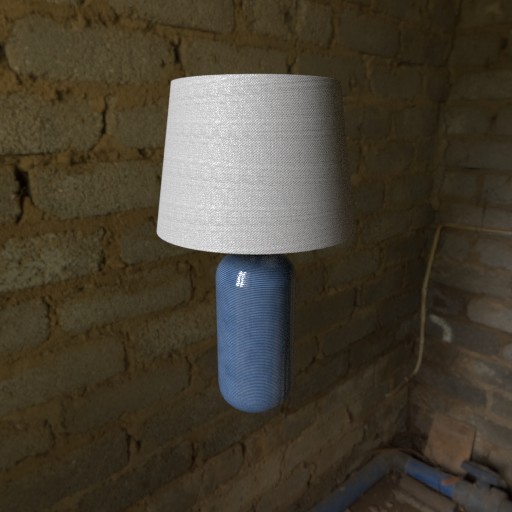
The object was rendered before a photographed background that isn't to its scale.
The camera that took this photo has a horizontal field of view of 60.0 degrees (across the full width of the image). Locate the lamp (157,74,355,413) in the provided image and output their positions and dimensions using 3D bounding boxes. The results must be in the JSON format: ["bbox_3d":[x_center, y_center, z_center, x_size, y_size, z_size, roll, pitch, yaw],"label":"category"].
[{"bbox_3d":[0.000,0.000,0.588,0.253,0.428,0.253,0,17,0],"label":"lamp"}]
